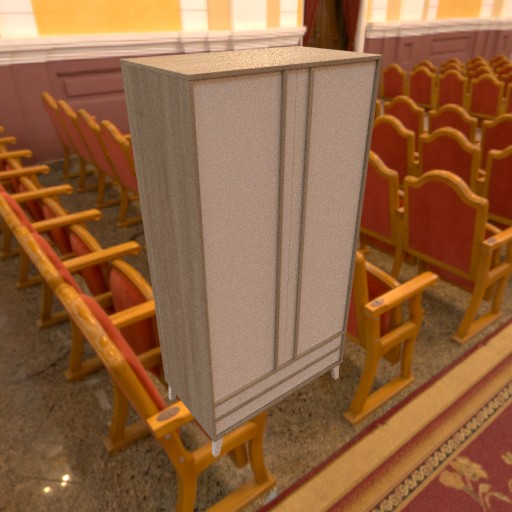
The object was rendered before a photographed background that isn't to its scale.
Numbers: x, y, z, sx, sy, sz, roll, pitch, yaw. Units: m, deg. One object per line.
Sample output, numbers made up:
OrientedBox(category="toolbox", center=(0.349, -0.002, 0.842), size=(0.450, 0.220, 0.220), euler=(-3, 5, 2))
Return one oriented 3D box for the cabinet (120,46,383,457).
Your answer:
OrientedBox(category="cabinet", center=(0.000, 0.000, 2.428), size=(1.006, 1.999, 0.571), euler=(-21, 36, -32))
